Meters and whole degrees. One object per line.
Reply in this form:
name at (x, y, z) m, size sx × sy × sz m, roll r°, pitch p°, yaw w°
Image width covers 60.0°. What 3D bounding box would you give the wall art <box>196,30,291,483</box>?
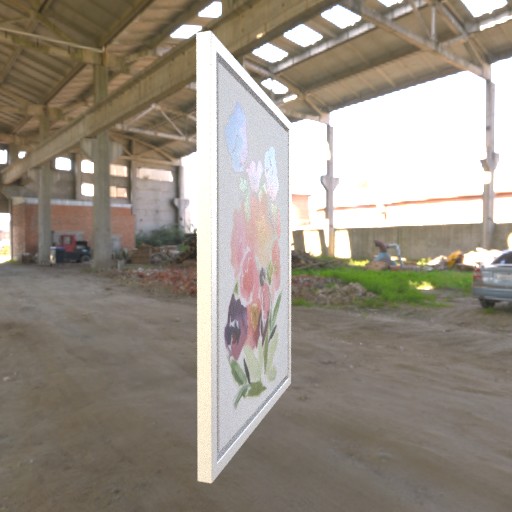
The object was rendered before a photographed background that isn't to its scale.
wall art at (0.000, 0.000, 1.421) m, size 0.042 × 1.056 × 0.805 m, roll 0°, pitch 1°, yaw 18°
